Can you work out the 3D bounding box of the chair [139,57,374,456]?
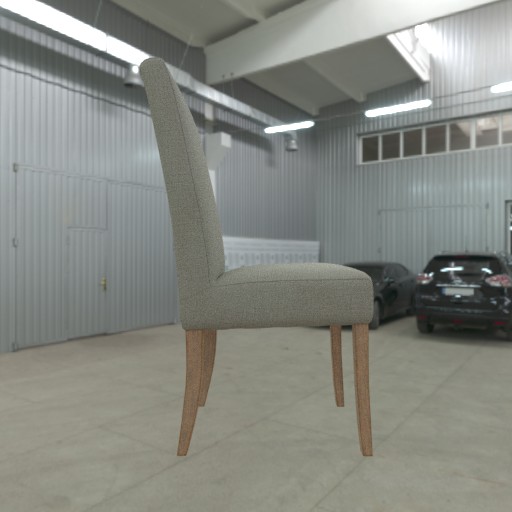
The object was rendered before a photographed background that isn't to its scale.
[{"bbox_3d":[0.000,0.000,1.351,0.611,1.033,0.450,0,0,0],"label":"chair"}]
